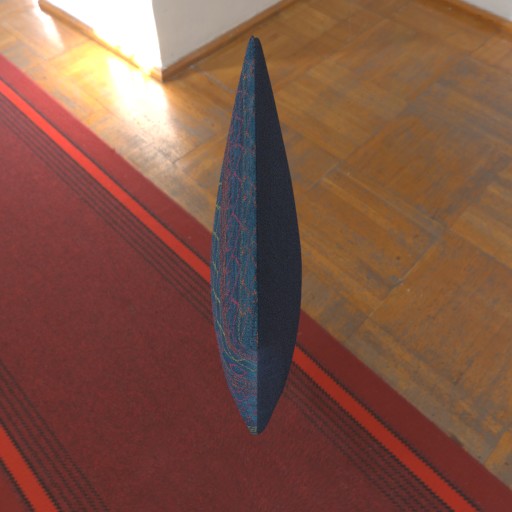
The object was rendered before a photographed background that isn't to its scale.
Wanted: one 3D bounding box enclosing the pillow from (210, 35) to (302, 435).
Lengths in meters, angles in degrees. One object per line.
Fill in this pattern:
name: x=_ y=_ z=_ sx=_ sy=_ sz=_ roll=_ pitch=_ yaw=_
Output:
pillow: x=0.000 y=0.000 z=0.657 sx=0.141 sy=0.431 sz=0.431 roll=0 pitch=58 yaw=0
